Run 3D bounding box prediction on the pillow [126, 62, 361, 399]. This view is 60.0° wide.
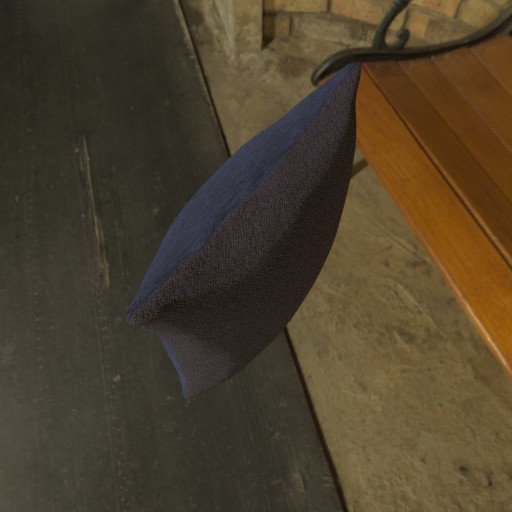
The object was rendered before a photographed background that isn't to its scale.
[{"bbox_3d":[0.000,0.000,0.705,0.204,0.439,0.452,33,68,15],"label":"pillow"}]
